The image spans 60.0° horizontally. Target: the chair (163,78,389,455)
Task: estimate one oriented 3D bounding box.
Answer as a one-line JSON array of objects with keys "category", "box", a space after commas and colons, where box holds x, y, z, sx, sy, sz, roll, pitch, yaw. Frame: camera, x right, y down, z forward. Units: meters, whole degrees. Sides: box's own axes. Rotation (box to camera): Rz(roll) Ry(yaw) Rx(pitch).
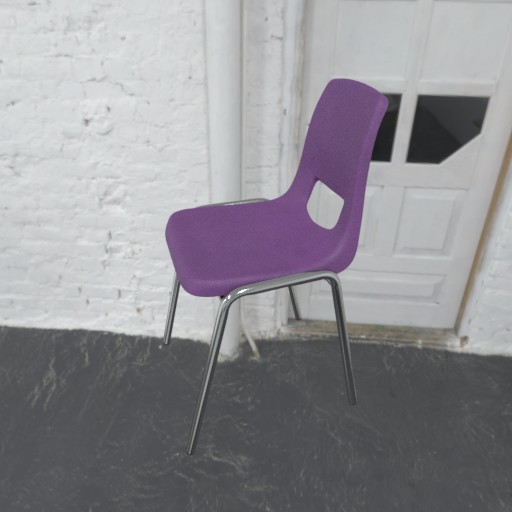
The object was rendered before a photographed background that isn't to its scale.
[{"category": "chair", "box": [0.000, 0.000, 0.976, 0.432, 0.704, 0.381, -9, 32, -15]}]
